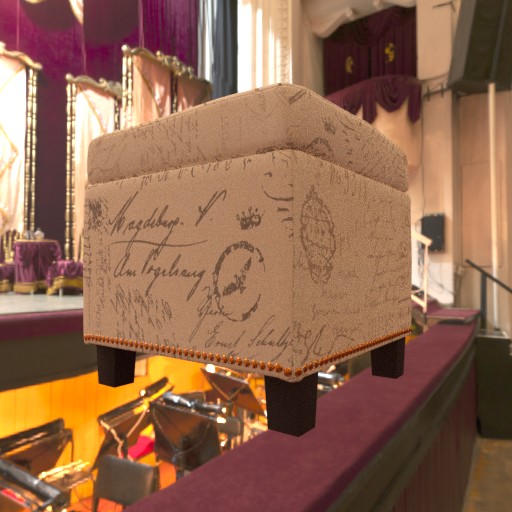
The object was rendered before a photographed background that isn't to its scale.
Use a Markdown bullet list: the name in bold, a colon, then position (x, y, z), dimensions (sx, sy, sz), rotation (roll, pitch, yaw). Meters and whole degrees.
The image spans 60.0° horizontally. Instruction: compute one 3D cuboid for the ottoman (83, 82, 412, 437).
- **ottoman**: position (0.000, 0.000, 0.831), dimensions (0.450, 0.457, 0.449), rotation (-1, -2, 37)
